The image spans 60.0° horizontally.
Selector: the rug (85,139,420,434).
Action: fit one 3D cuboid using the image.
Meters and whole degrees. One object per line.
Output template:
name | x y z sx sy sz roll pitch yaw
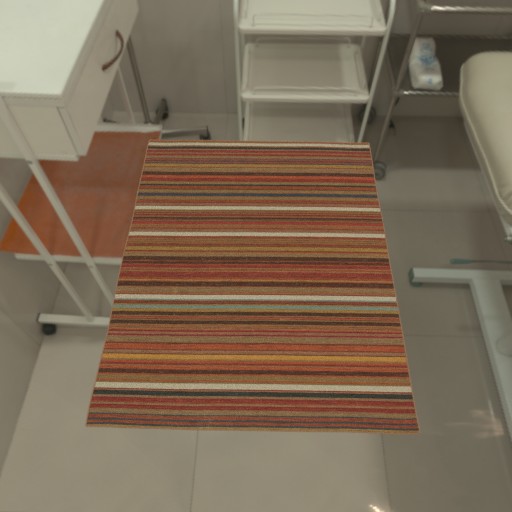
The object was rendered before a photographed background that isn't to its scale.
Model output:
rug | 0.000 0.000 4.102 2.479 0.023 3.092 1 56 1
